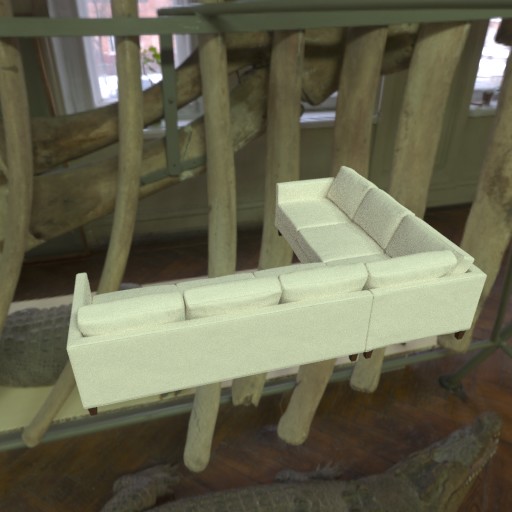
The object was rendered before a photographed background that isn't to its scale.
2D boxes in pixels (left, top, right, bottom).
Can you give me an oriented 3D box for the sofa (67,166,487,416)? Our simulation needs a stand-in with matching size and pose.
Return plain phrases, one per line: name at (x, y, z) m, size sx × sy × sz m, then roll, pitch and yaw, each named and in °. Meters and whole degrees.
sofa at (0.000, 0.000, 4.287) m, size 3.182 × 0.863 × 2.432 m, roll -8°, pitch 31°, yaw -13°
